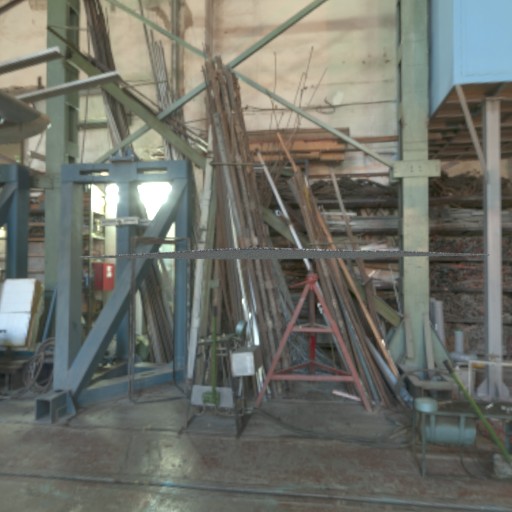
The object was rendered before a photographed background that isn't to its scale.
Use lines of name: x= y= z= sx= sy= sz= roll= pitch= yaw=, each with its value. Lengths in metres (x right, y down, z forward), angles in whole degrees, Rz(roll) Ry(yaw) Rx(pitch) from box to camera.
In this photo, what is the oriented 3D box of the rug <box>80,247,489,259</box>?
rug: x=0.000 y=0.000 z=5.273 sx=2.997 sy=0.020 sz=4.093 roll=1 pitch=-1 yaw=-37
